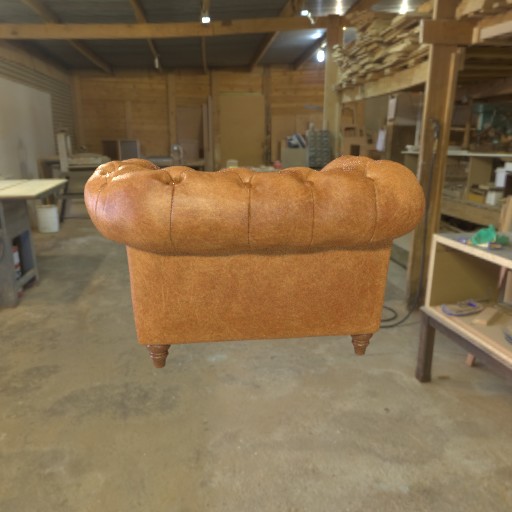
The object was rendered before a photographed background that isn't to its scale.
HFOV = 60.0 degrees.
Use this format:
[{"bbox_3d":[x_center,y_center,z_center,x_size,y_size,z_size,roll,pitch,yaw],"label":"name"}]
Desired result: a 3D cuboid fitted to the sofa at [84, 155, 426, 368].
[{"bbox_3d":[0.000,0.000,2.040,1.405,0.878,1.033,-2,15,-7],"label":"sofa"}]
